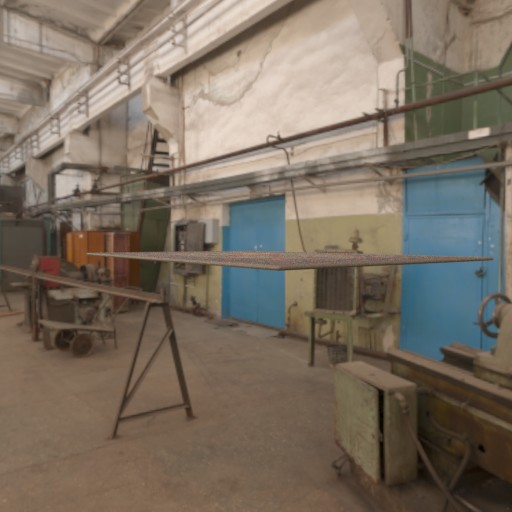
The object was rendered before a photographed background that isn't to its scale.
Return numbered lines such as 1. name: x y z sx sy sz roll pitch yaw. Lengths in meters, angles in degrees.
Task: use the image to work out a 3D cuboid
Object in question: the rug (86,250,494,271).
1. rug: 0.000 0.000 2.178 1.144 0.014 1.748 -1 2 -36
